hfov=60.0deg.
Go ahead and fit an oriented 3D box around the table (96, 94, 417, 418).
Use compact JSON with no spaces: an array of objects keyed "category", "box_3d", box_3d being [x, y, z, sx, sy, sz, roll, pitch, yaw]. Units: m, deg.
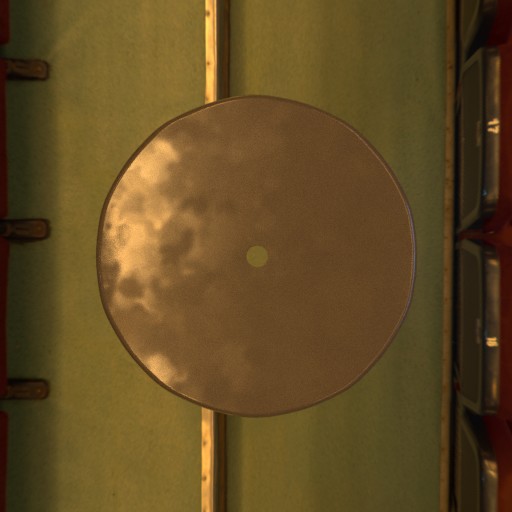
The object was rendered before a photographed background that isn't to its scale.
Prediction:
[{"category":"table","box_3d":[0.000,0.000,0.663,0.352,0.387,0.352,0,90,0]}]
